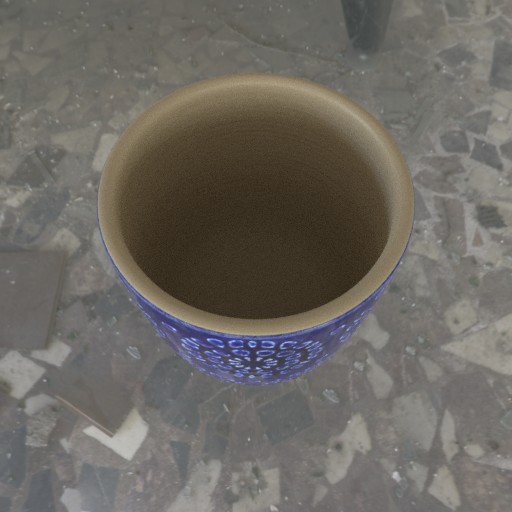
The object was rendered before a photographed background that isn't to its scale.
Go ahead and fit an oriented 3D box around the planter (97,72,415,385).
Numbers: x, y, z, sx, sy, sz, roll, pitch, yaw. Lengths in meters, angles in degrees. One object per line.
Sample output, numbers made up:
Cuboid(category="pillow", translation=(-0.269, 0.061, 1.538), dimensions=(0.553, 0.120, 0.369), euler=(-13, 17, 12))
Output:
Cuboid(category="planter", translation=(0.000, 0.000, 0.200), dimensions=(0.109, 0.112, 0.109), euler=(0, 63, 0))
